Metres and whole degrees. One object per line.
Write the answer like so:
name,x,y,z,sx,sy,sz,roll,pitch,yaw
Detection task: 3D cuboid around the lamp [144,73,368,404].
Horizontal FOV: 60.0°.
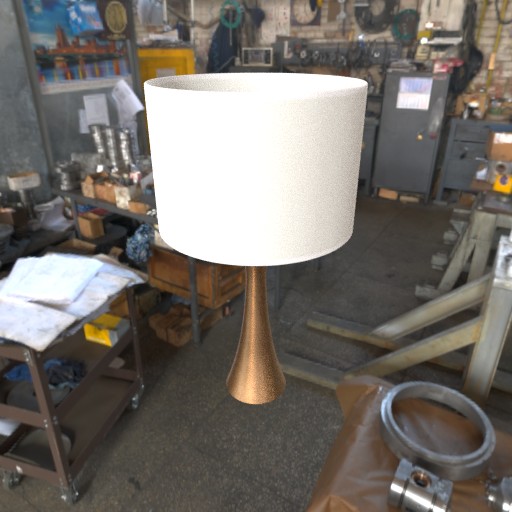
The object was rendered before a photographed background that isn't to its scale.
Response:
lamp,0.000,0.000,0.648,0.268,0.479,0.268,-1,26,-2
